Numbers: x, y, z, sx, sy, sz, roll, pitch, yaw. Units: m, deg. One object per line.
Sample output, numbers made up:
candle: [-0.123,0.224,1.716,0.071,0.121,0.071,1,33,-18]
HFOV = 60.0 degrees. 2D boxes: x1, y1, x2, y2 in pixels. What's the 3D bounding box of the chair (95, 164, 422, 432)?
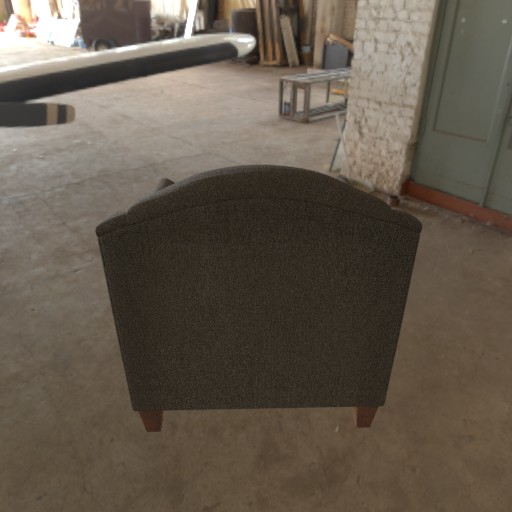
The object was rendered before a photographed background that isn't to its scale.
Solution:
chair: [0.000,0.000,1.487,0.763,0.839,0.787,-1,30,-1]
